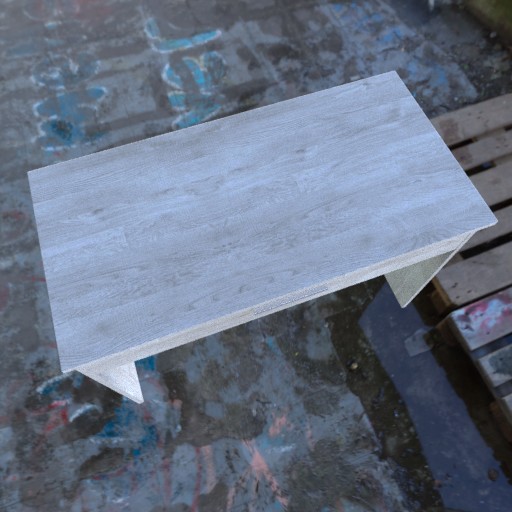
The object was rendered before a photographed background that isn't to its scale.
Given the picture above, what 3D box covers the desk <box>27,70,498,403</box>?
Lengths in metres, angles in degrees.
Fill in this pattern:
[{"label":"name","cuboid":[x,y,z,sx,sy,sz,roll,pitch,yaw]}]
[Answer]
[{"label":"desk","cuboid":[0.000,0.000,1.482,1.100,0.730,0.560,-18,66,-8]}]
